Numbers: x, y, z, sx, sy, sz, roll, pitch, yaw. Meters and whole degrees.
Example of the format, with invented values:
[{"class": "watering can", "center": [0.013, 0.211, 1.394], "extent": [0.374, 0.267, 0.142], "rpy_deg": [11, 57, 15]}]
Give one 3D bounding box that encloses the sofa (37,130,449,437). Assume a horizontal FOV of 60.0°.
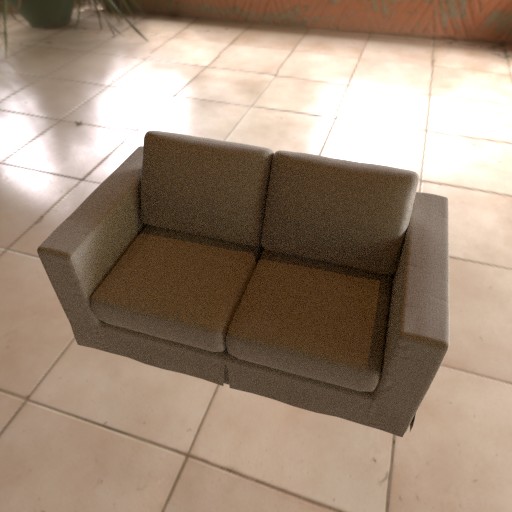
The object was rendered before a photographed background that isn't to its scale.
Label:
[{"class": "sofa", "center": [0.000, 0.000, 2.291], "extent": [1.813, 0.932, 1.009], "rpy_deg": [12, 45, 13]}]
